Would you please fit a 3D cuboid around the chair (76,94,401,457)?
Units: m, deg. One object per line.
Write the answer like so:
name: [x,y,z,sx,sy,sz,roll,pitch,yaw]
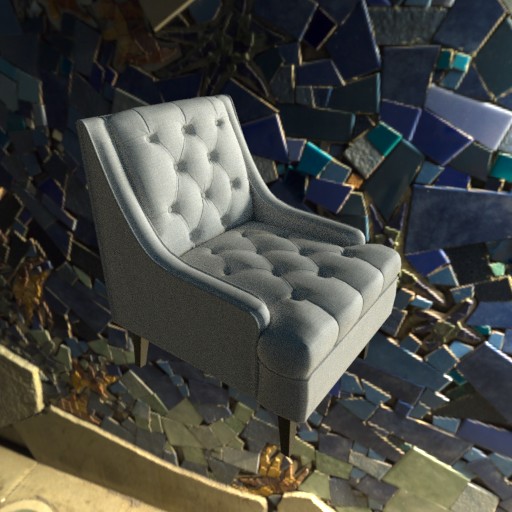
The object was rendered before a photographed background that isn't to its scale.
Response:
chair: [0.000,0.000,1.435,0.772,0.891,0.658,19,33,31]
